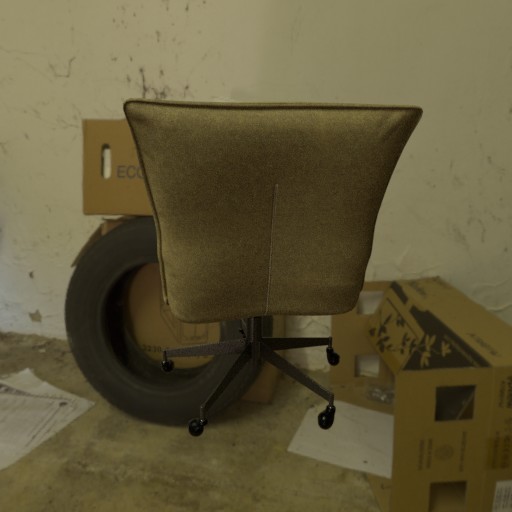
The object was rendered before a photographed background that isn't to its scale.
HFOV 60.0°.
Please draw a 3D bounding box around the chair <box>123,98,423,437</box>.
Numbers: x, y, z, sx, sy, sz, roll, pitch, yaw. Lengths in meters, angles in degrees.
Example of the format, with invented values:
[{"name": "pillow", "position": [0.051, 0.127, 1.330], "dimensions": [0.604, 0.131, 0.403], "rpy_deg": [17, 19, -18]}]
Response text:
[{"name": "chair", "position": [0.000, 0.000, 1.281], "dimensions": [0.597, 0.811, 0.696], "rpy_deg": [-2, 16, -8]}]
